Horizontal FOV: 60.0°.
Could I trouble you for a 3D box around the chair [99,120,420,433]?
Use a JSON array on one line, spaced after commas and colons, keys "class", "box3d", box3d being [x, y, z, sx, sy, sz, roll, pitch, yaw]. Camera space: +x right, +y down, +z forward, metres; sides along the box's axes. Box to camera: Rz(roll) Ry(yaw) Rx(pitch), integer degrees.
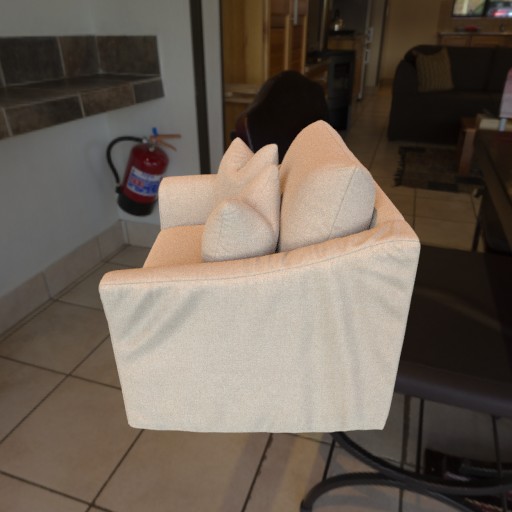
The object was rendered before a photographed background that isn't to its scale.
[{"class": "chair", "box3d": [0.000, 0.000, 2.067, 1.071, 1.093, 1.194, 0, 27, 0]}]
